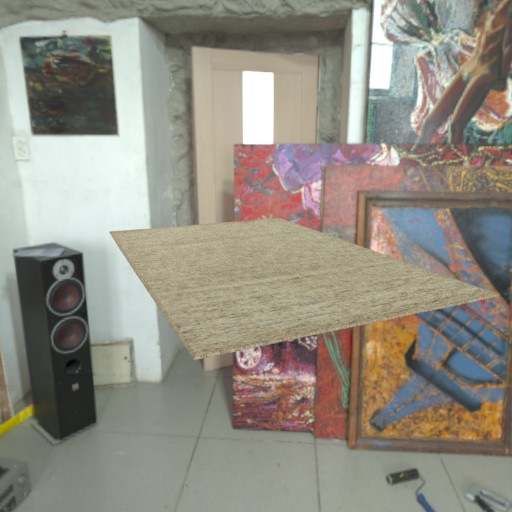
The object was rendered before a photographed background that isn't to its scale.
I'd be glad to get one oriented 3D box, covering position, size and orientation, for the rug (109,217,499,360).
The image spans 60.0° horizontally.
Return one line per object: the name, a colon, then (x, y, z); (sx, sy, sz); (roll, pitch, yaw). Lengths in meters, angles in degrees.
rug: (0.000, 0.000, 2.249); (1.211, 0.018, 1.822); (-7, 16, -24)
